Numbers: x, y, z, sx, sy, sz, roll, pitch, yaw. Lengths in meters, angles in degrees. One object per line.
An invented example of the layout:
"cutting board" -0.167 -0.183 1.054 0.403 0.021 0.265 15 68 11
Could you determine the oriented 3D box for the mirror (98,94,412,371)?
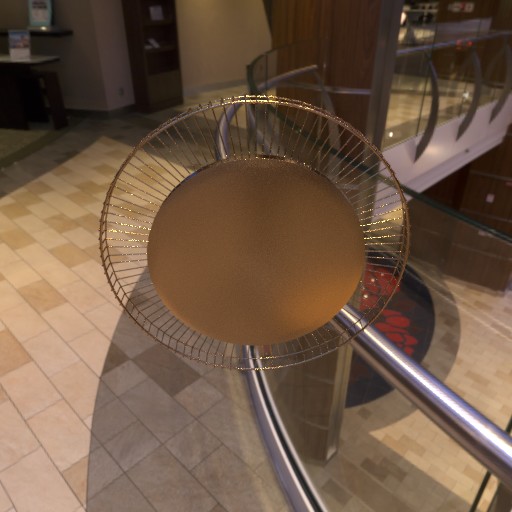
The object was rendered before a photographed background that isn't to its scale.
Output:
"mirror" 0.000 0.000 1.023 0.703 0.703 0.067 -1 31 -1
